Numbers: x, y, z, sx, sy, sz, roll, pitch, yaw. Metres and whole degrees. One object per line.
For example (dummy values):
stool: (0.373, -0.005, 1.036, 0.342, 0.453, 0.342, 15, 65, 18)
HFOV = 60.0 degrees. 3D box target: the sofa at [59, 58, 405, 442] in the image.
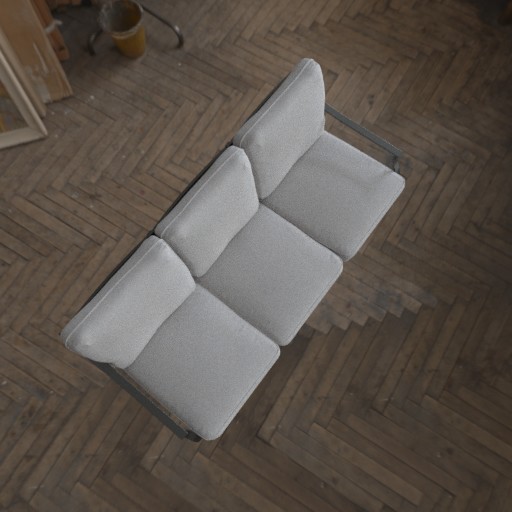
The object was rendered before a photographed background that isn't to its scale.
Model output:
sofa: (0.000, 0.000, 2.246, 0.787, 0.860, 1.740, 37, 78, 9)
